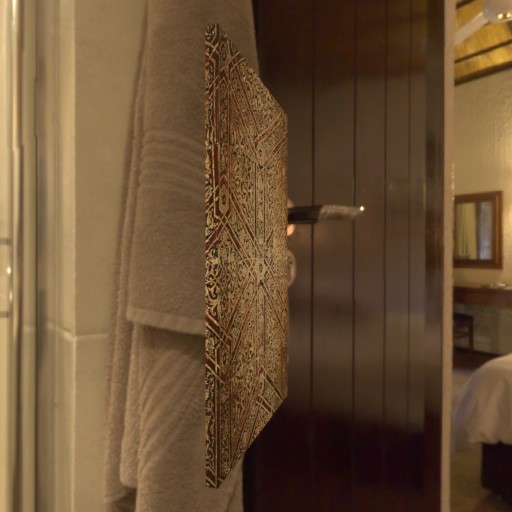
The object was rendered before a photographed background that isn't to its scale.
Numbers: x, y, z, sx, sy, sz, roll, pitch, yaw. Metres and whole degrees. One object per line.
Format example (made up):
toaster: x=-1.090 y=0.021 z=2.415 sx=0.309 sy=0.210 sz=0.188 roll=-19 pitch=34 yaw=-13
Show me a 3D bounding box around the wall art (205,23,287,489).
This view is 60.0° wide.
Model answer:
wall art: x=0.000 y=0.000 z=0.763 sx=0.020 sy=0.599 sz=0.397 roll=0 pitch=0 yaw=17
